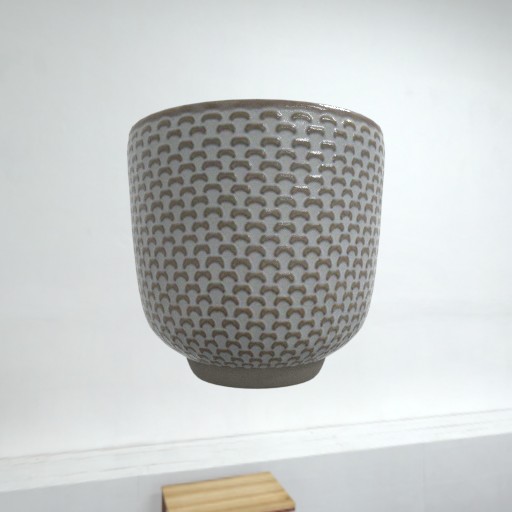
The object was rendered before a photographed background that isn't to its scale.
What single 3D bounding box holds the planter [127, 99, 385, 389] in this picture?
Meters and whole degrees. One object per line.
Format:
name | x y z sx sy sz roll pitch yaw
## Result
planter | 0.000 0.000 0.249 0.139 0.130 0.139 0 0 0
